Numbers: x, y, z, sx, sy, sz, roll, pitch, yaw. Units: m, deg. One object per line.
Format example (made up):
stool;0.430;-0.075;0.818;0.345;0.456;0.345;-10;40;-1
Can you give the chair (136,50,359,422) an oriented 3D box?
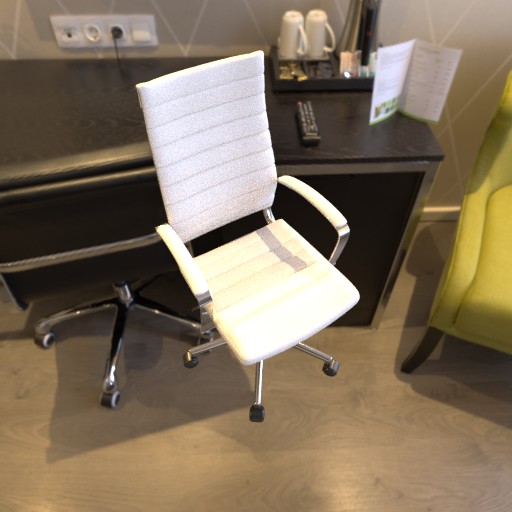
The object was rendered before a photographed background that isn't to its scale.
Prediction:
chair;0.000;0.000;1.597;0.679;1.149;0.679;-25;53;-21
